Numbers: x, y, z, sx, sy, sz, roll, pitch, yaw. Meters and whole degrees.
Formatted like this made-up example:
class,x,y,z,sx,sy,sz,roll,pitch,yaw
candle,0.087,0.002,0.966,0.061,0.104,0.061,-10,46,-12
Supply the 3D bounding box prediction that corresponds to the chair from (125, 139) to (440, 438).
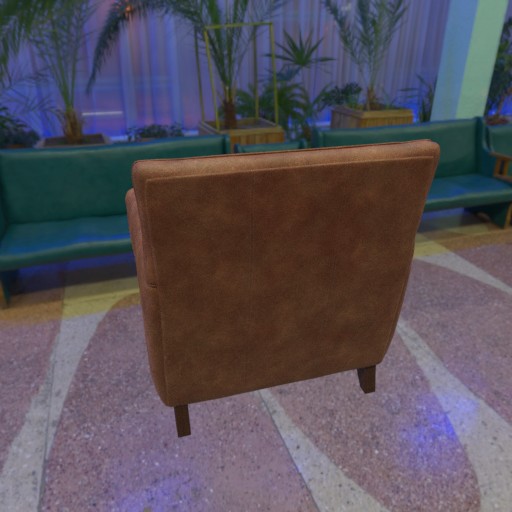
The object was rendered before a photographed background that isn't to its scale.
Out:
class,x,y,z,sx,sy,sz,roll,pitch,yaw
chair,0.000,0.000,1.630,0.870,0.943,0.823,-8,28,-15
